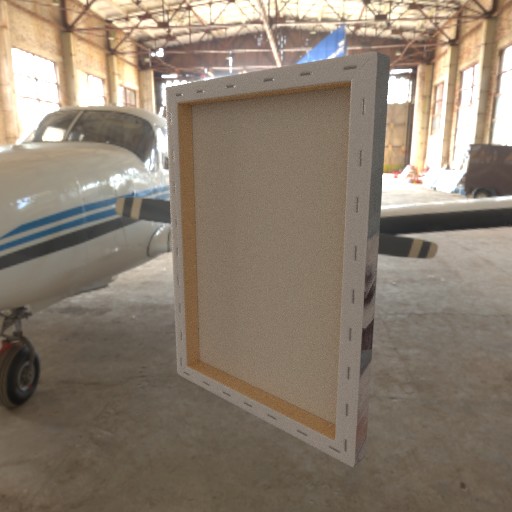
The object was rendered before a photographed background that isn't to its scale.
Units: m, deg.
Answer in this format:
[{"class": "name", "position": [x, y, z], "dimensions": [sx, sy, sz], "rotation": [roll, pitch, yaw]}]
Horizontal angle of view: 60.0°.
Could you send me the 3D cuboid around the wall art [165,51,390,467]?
[{"class": "wall art", "position": [0.000, 0.000, 0.795], "dimensions": [0.455, 0.613, 0.037], "rotation": [12, 17, 42]}]
